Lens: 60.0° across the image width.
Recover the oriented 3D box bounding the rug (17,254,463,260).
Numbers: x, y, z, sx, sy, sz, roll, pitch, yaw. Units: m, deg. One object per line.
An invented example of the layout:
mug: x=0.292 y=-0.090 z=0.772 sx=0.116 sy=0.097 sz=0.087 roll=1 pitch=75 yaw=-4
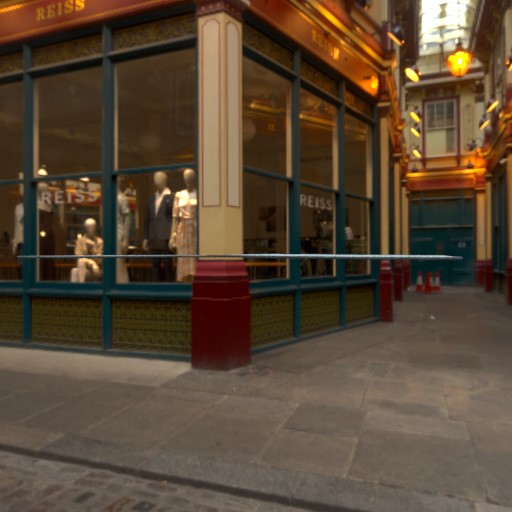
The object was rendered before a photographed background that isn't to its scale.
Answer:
rug: x=0.000 y=0.000 z=2.839 sx=2.260 sy=0.026 sz=1.611 roll=0 pitch=0 yaw=20
